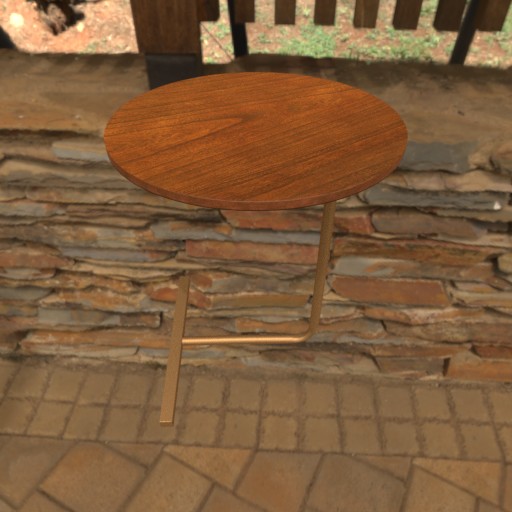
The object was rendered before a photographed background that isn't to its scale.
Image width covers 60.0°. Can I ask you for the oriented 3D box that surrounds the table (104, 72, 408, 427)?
[{"bbox_3d":[0.000,0.000,1.102,0.577,0.706,0.530,-1,42,-1],"label":"table"}]
